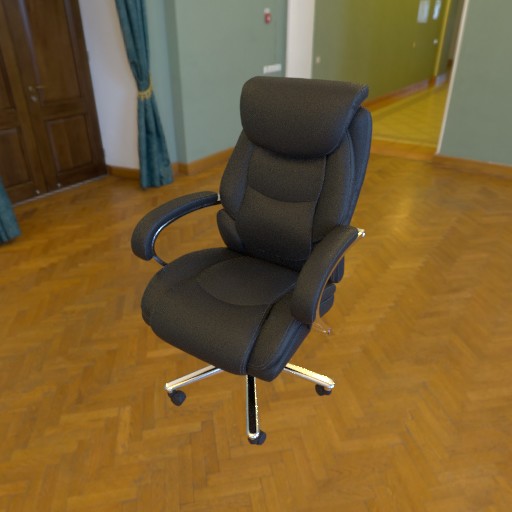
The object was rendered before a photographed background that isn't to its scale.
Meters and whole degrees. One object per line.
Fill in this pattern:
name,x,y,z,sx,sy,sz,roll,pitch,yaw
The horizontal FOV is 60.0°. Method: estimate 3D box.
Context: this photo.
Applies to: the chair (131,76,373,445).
chair,0.000,0.000,1.673,0.755,1.183,0.790,18,34,29
